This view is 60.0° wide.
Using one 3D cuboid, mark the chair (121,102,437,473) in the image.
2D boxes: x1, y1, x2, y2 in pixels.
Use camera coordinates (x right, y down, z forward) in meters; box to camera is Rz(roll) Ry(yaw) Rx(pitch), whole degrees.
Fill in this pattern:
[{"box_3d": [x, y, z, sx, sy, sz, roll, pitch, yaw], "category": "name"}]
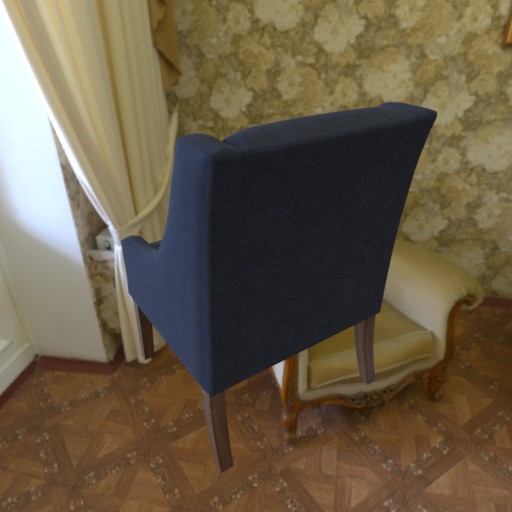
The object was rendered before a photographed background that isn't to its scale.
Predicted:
[{"box_3d": [0.000, 0.000, 1.314, 0.629, 0.895, 0.629, -19, 35, -29], "category": "chair"}]
